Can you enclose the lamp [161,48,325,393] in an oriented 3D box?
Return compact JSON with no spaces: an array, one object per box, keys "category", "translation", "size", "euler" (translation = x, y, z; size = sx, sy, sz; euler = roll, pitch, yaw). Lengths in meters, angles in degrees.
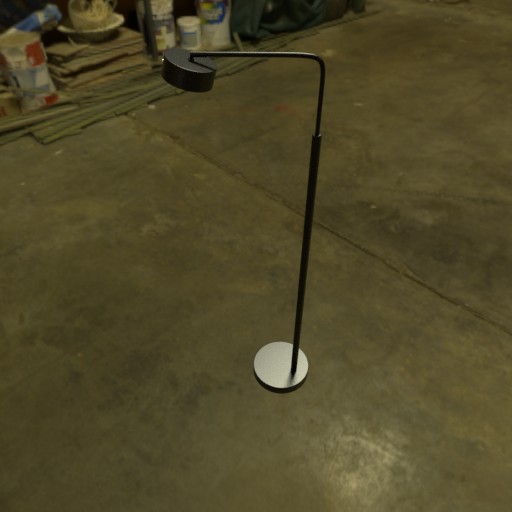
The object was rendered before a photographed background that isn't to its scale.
[{"category":"lamp","translation":[0.000,0.000,1.383],"size":[0.418,1.230,0.219],"euler":[1,42,1]}]
